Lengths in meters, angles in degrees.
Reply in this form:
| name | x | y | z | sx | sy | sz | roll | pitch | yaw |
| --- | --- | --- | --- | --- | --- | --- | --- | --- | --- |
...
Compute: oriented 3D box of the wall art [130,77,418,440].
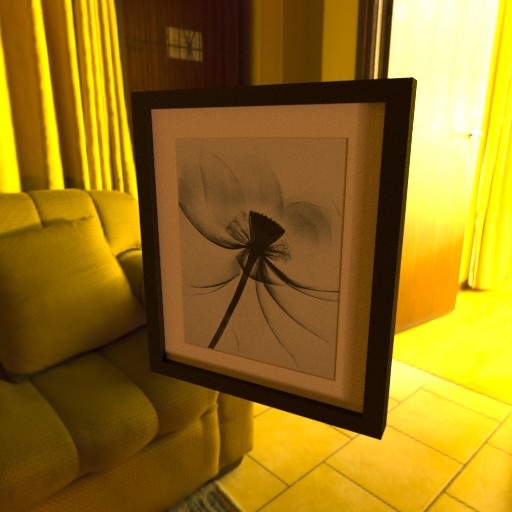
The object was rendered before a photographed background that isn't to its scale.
| name | x | y | z | sx | sy | sz | roll | pitch | yaw |
| --- | --- | --- | --- | --- | --- | --- | --- | --- | --- |
| wall art | 0.000 | 0.000 | 0.532 | 0.330 | 0.381 | 0.029 | 8 | 17 | 26 |
